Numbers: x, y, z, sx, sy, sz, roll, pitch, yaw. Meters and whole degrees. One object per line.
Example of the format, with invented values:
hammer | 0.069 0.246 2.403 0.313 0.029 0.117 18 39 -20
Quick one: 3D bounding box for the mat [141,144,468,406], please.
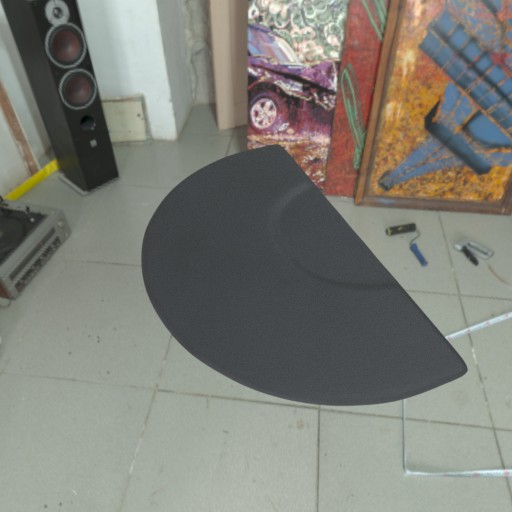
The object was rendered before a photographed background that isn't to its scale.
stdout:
mat | 0.000 0.000 1.823 0.917 0.016 1.525 -16 48 -16
